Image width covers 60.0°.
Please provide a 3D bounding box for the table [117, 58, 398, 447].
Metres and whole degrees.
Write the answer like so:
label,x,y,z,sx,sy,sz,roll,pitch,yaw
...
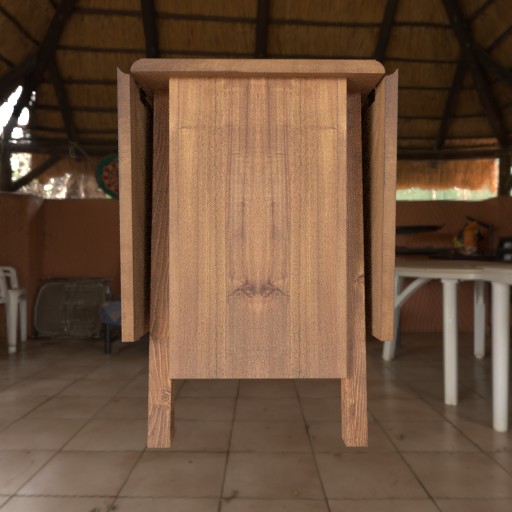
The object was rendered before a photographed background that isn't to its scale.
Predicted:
label,x,y,z,sx,sy,sz,roll,pitch,yaw
table,0.000,0.000,1.588,0.701,0.981,0.967,0,0,-1
